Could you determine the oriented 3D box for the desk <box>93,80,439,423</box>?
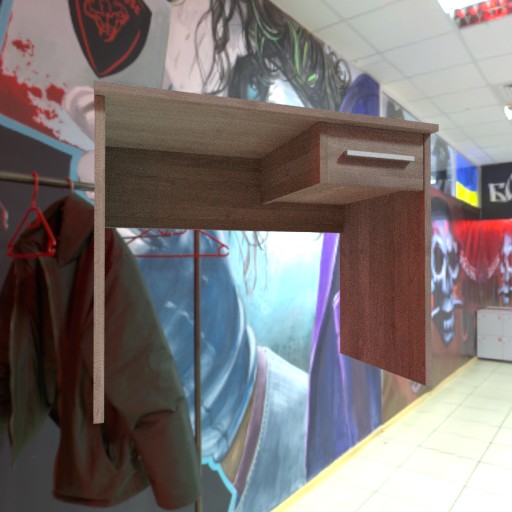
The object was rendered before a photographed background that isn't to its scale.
[{"bbox_3d":[0.000,0.000,1.303,0.893,0.724,0.498,0,-1,-19],"label":"desk"}]
